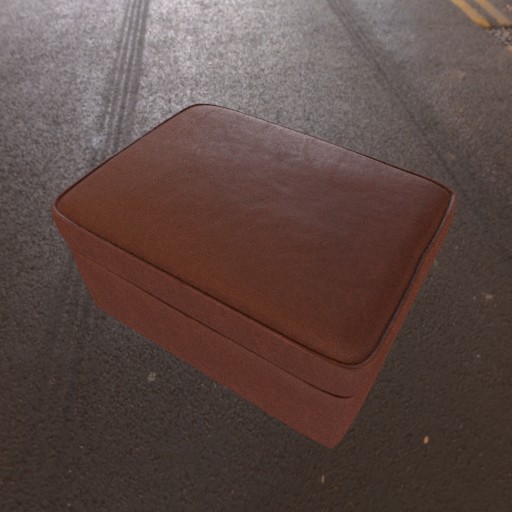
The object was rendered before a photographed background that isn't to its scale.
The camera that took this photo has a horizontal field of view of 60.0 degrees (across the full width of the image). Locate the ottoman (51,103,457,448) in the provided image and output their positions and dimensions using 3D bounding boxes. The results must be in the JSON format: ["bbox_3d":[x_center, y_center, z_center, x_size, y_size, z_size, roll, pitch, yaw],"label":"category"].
[{"bbox_3d":[0.000,0.000,1.083,0.749,0.449,0.548,25,53,21],"label":"ottoman"}]
